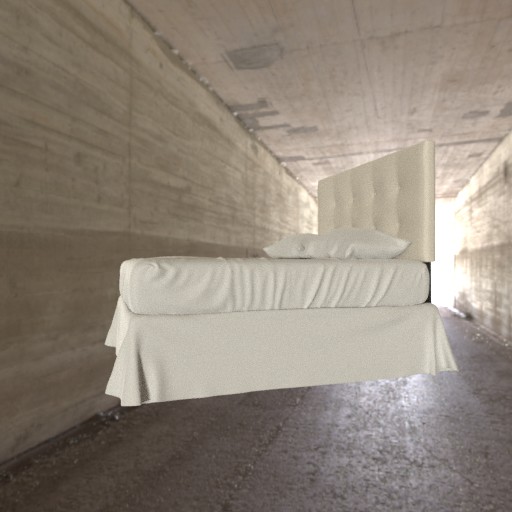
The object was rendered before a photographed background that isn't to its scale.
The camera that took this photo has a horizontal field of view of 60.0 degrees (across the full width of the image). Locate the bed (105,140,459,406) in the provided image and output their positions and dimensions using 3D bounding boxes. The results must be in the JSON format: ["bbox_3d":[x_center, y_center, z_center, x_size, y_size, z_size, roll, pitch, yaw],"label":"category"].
[{"bbox_3d":[0.000,0.000,3.446,2.222,1.577,1.936,0,-1,-19],"label":"bed"}]
